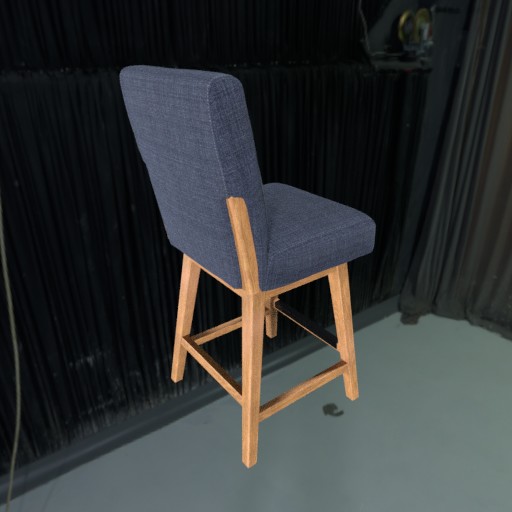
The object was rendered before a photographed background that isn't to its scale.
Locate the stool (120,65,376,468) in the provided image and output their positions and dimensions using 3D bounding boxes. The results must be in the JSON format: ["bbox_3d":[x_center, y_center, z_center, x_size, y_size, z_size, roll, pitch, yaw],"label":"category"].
[{"bbox_3d":[0.000,0.000,1.274,0.526,1.010,0.459,-18,31,-33],"label":"stool"}]
